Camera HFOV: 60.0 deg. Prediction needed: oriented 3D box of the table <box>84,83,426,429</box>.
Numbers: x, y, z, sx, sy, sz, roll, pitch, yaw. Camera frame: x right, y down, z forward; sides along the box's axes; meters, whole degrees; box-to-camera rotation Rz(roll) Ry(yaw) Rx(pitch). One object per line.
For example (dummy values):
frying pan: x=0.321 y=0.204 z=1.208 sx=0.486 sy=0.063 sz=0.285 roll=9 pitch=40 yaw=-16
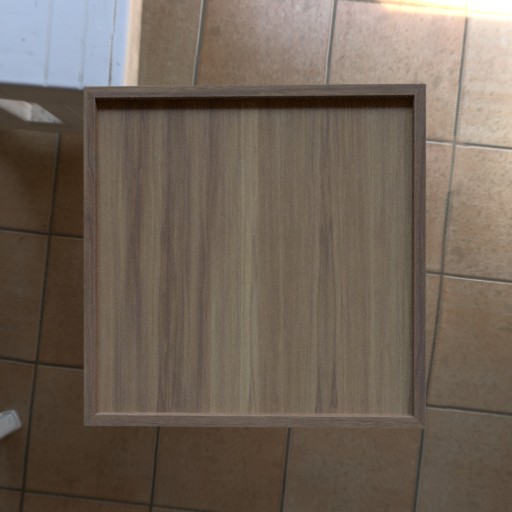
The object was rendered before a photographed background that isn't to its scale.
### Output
table: x=0.000 y=0.000 z=1.107 sx=0.676 sy=0.464 sz=0.679 roll=0 pitch=90 yaw=1
